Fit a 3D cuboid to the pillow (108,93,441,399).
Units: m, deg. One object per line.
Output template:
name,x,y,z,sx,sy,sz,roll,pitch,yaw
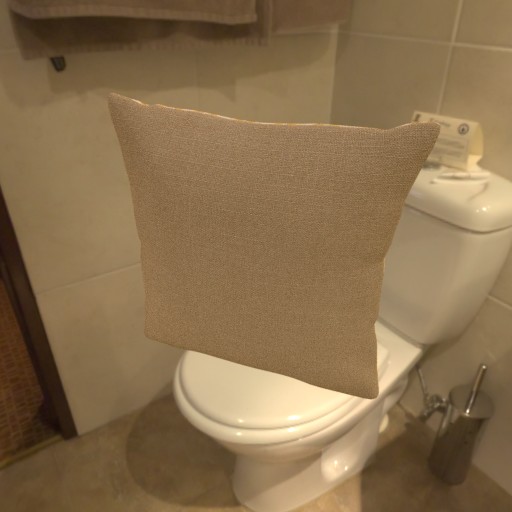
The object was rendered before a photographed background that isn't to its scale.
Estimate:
pillow,0.000,0.000,0.655,0.429,0.436,0.159,10,33,16
